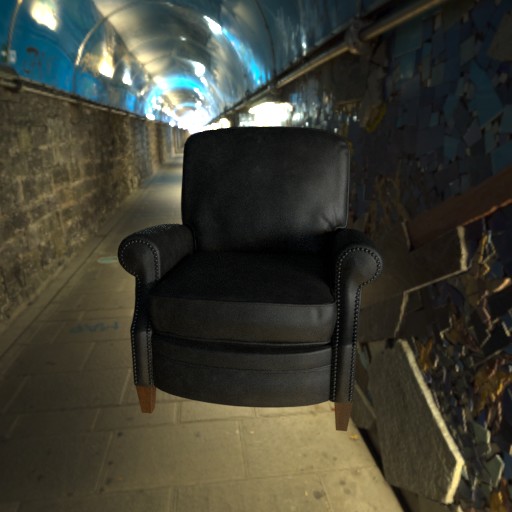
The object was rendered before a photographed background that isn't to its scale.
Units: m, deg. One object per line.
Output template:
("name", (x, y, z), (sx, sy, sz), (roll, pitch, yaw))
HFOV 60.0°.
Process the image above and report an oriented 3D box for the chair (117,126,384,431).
("chair", (0.000, 0.000, 1.800), (0.936, 1.018, 0.986), (2, 16, 8))
